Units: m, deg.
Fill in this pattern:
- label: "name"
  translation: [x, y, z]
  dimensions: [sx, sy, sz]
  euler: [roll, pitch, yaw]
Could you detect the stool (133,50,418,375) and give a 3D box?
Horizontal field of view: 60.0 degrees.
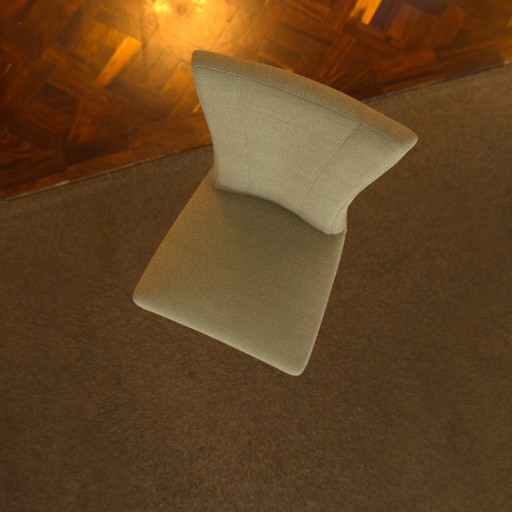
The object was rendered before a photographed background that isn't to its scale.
- label: "stool"
  translation: [0.000, 0.000, 1.382]
  dimensions: [0.514, 1.086, 0.574]
  euler: [23, 78, 5]
